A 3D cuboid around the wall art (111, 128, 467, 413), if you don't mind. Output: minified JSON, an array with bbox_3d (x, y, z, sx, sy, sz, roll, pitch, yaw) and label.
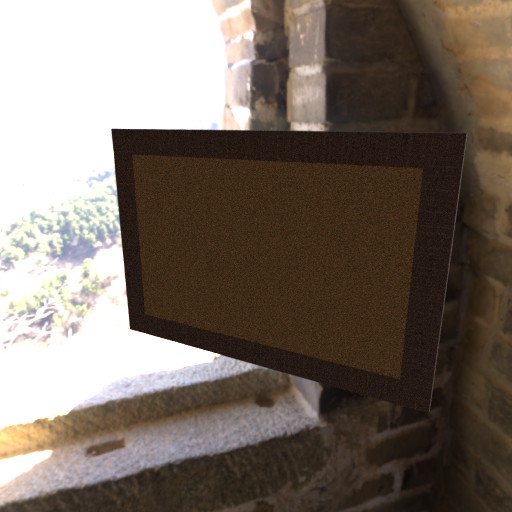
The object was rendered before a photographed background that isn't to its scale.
[{"bbox_3d":[0.000,0.000,1.148,0.917,0.626,0.019,9,19,27],"label":"wall art"}]
